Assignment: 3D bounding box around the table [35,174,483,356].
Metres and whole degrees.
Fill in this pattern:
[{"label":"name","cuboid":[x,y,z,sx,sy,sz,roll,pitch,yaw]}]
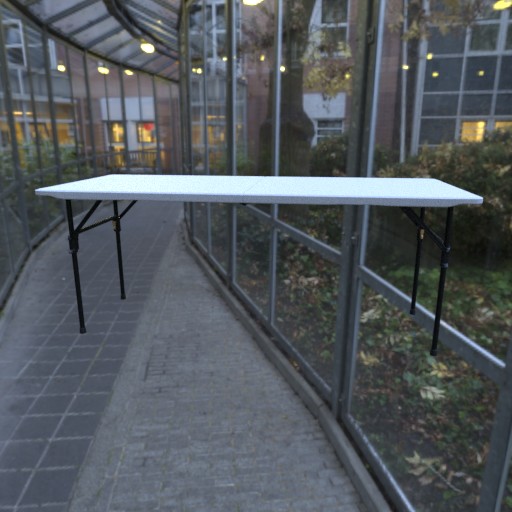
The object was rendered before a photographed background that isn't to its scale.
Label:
[{"label":"table","cuboid":[0.000,0.000,2.214,1.829,0.719,0.761,2,16,8]}]
